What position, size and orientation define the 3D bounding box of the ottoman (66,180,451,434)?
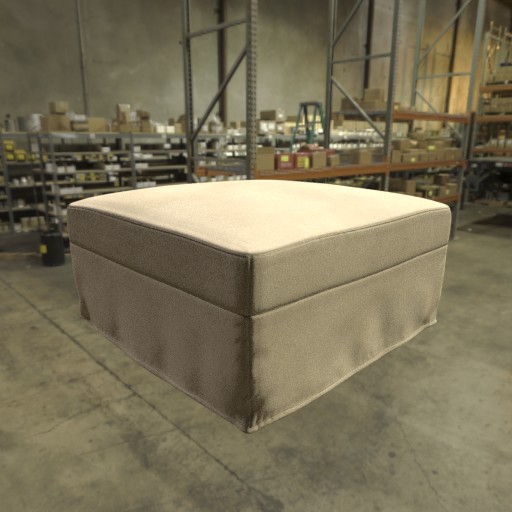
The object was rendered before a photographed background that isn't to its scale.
[{"bbox_3d":[0.000,0.000,1.356,0.842,0.441,0.843,-14,21,-42],"label":"ottoman"}]
